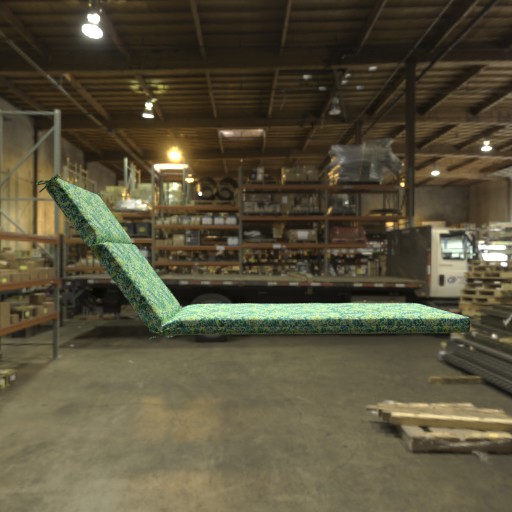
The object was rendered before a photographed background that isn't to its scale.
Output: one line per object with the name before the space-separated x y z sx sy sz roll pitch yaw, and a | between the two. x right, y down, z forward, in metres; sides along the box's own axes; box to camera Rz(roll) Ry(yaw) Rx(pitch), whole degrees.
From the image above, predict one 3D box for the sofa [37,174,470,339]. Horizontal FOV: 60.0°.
sofa | 0.000 0.000 1.946 1.663 0.622 0.582 0 0 -2
